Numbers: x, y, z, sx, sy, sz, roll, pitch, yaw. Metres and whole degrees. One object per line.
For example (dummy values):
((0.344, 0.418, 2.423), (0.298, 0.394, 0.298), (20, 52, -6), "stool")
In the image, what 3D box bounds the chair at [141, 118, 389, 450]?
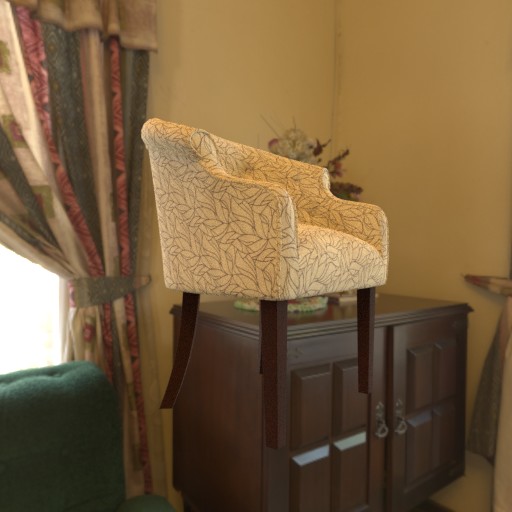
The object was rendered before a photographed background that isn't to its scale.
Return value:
((0.000, 0.000, 1.348), (0.613, 0.858, 0.686), (0, 1, 38), "chair")
